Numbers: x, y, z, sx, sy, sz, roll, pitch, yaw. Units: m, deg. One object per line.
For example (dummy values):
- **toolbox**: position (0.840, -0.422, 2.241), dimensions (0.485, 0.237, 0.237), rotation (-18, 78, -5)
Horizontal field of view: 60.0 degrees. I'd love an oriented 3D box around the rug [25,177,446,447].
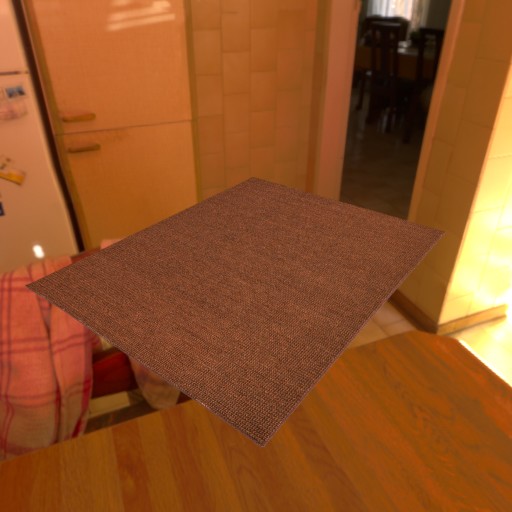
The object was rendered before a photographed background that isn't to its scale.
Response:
- **rug**: position (0.000, 0.000, 4.048), dimensions (2.456, 0.021, 3.068), rotation (22, 38, 31)
